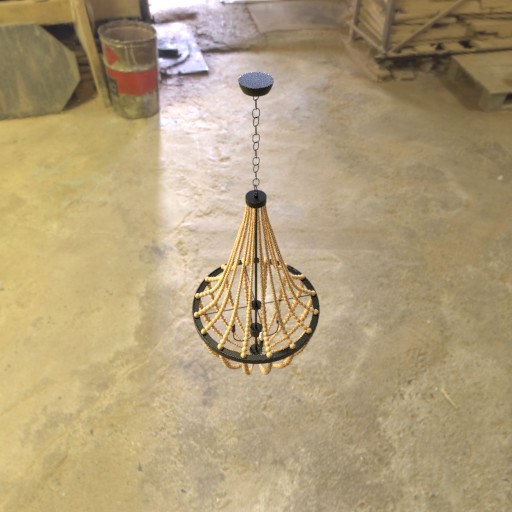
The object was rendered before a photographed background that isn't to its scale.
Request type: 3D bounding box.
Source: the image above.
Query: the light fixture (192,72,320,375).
[{"bbox_3d":[0.000,0.000,1.387,0.450,1.133,0.450,0,47,0],"label":"light fixture"}]
